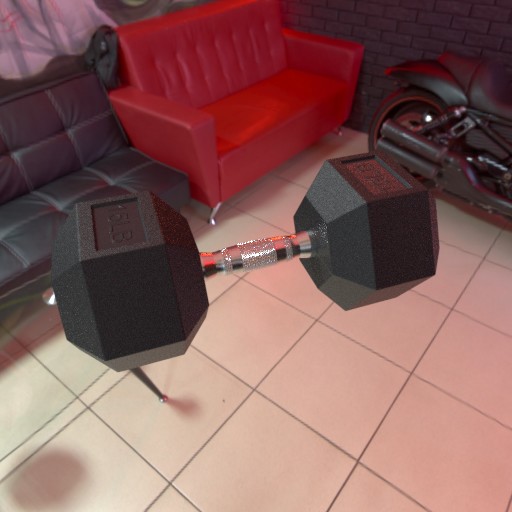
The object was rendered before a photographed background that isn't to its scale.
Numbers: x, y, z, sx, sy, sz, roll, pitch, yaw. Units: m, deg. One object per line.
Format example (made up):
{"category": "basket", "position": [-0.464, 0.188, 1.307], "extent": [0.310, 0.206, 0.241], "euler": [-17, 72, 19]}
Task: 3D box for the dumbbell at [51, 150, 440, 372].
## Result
{"category": "dumbbell", "position": [0.000, 0.000, 0.332], "extent": [0.271, 0.106, 0.122], "euler": [-13, 42, -14]}
